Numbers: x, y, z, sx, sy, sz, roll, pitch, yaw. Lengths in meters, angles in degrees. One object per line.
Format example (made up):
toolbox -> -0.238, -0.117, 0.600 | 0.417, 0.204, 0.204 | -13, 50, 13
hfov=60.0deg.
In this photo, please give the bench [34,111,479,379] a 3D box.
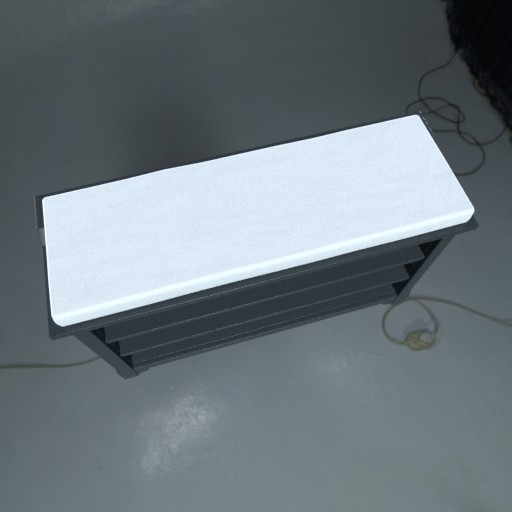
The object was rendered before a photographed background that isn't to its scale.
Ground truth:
bench -> 0.000, 0.000, 1.232 | 0.973, 0.561, 0.345 | -14, 64, -7
